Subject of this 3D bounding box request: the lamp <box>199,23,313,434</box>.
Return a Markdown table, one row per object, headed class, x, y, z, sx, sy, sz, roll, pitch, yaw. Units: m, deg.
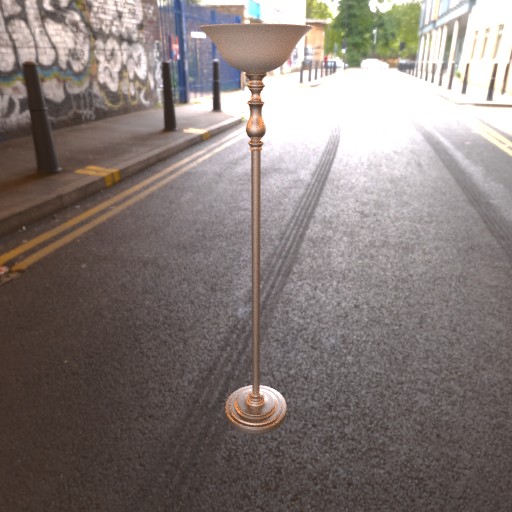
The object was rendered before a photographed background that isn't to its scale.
| class | x | y | z | sx | sy | sz | roll | pitch | yaw |
| --- | --- | --- | --- | --- | --- | --- | --- | --- | --- |
| lamp | 0.000 | 0.000 | 1.928 | 0.405 | 1.771 | 0.405 | -17 | 29 | -33 |
